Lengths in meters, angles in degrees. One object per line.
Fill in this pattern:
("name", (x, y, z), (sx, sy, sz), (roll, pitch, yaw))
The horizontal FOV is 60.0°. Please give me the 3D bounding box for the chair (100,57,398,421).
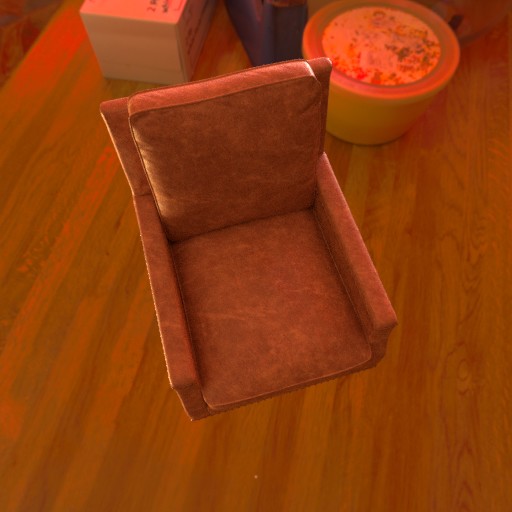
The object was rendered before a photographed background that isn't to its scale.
("chair", (0.000, 0.000, 1.777), (0.854, 1.054, 1.035), (-14, 64, -7))
